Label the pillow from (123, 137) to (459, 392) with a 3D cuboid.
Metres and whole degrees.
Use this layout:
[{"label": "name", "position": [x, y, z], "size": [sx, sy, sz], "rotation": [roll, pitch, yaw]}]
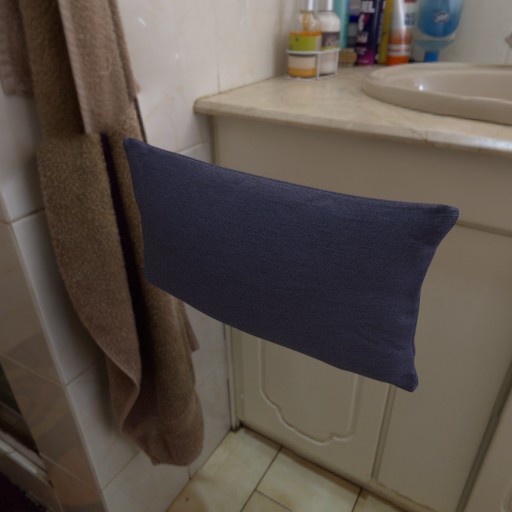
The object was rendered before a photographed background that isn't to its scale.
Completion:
[{"label": "pillow", "position": [0.000, 0.000, 0.804], "size": [0.633, 0.338, 0.210], "rotation": [18, 35, 28]}]
